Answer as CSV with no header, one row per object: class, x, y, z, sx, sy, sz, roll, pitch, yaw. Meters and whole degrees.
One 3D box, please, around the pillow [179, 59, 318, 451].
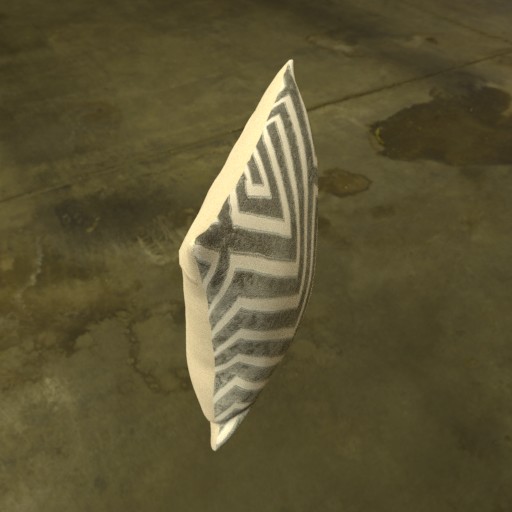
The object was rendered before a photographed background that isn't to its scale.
pillow,0.000,0.000,0.678,0.182,0.441,0.440,11,47,10
